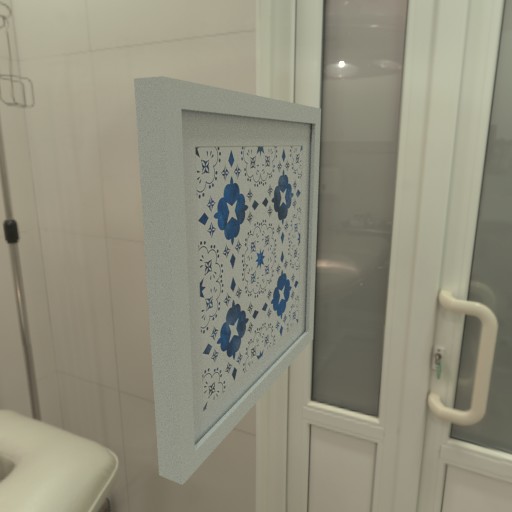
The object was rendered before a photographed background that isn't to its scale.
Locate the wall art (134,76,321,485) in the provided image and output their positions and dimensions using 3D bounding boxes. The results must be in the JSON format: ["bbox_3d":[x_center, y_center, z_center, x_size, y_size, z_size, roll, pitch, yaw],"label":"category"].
[{"bbox_3d":[0.000,0.000,0.527,0.027,0.355,0.355,7,16,26],"label":"wall art"}]
